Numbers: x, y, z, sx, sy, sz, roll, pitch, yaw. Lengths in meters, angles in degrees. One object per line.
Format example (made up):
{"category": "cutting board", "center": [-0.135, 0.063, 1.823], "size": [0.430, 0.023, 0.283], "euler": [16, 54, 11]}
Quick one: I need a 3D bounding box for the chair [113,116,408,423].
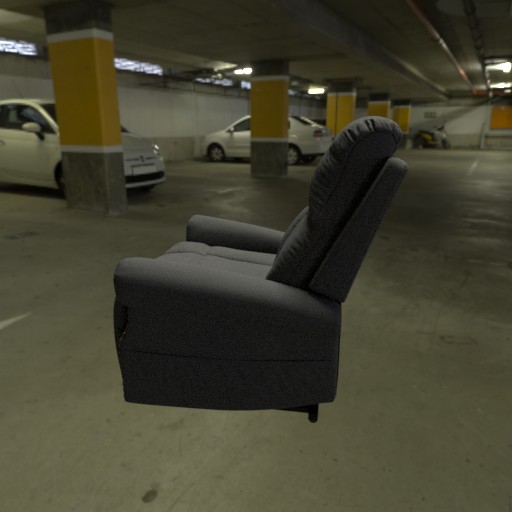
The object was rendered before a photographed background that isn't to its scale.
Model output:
{"category": "chair", "center": [0.000, 0.000, 1.731], "size": [0.979, 1.031, 0.871], "euler": [3, 16, 9]}
